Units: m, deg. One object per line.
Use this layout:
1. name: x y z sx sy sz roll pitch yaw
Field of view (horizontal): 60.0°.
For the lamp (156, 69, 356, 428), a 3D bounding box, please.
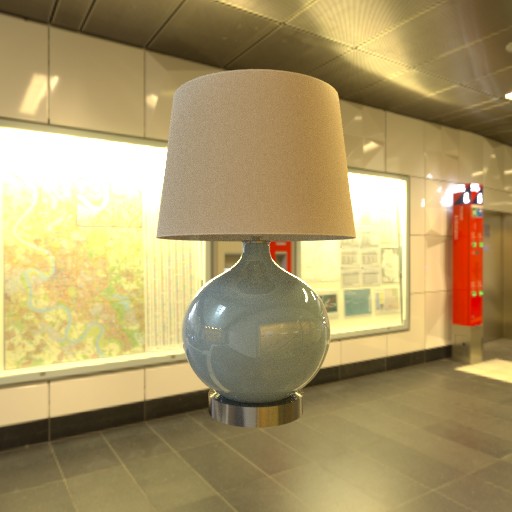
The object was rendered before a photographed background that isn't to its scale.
1. lamp: 0.000 0.000 0.559 0.247 0.387 0.247 0 0 0
